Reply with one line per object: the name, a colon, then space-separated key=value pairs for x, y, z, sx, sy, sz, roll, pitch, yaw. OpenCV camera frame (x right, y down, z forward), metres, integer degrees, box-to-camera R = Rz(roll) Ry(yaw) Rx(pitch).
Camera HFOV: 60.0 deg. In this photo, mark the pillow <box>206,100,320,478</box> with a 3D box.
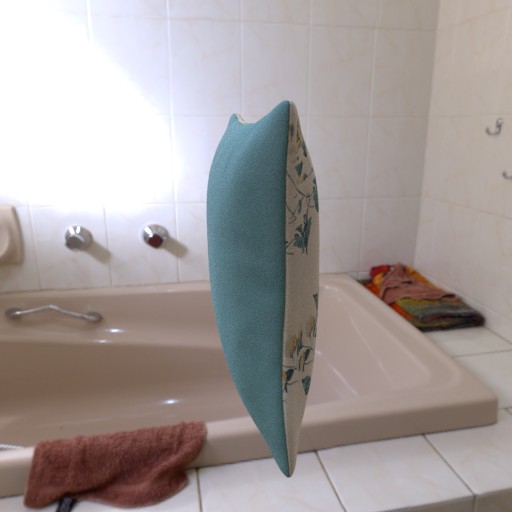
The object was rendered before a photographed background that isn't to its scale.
pillow: x=0.000 y=0.000 z=0.802 sx=0.166 sy=0.507 sz=0.526 roll=-3 pitch=16 yaw=-9
